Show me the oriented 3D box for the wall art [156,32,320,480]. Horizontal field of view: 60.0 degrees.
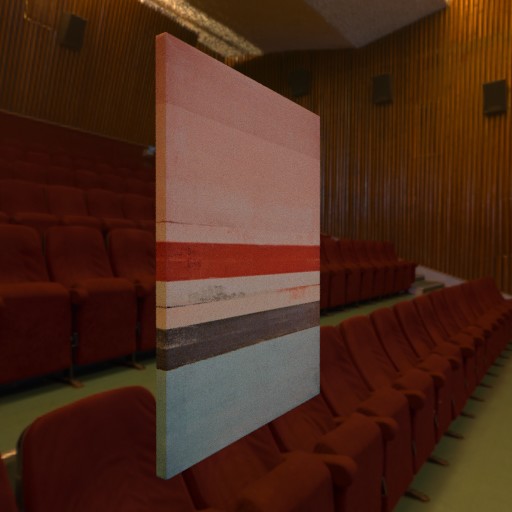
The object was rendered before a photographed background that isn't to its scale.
[{"bbox_3d":[0.000,0.000,1.326,0.039,1.016,0.761,0,1,35],"label":"wall art"}]
